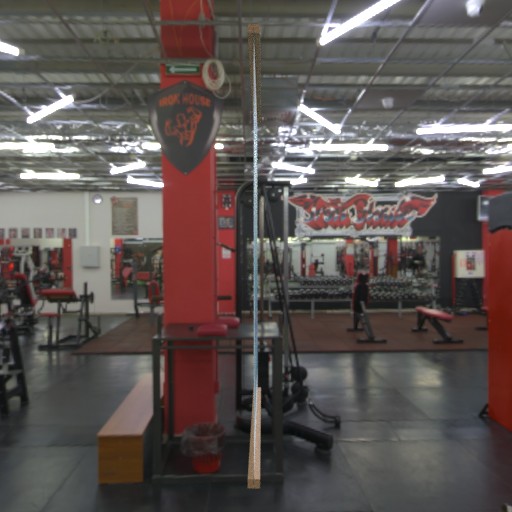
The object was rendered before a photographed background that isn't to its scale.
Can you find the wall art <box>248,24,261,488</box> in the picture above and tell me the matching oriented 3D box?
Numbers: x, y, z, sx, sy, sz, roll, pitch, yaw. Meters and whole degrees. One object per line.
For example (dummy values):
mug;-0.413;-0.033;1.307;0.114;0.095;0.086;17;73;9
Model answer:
wall art;0.000;0.000;0.655;0.013;0.510;0.335;0;0;1
